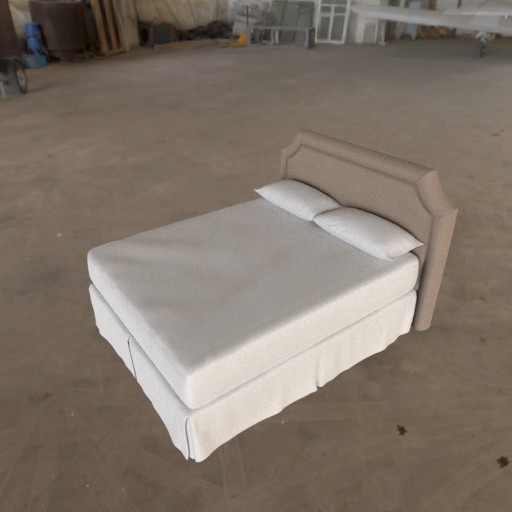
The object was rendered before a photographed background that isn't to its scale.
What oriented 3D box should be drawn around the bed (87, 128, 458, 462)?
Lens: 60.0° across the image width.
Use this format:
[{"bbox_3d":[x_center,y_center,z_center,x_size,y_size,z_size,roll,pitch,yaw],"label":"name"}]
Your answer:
[{"bbox_3d":[0.000,0.000,3.334,2.164,1.303,1.828,-21,36,-31],"label":"bed"}]
